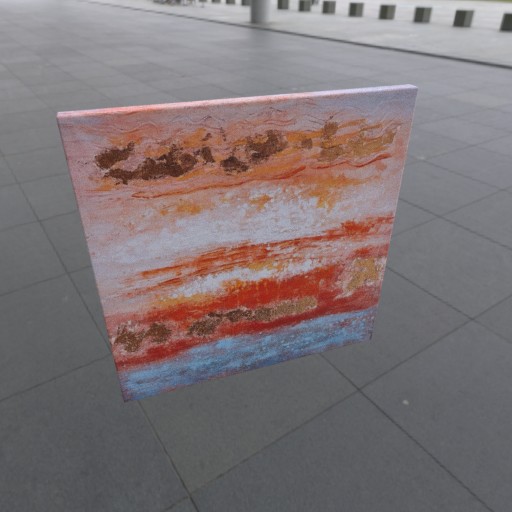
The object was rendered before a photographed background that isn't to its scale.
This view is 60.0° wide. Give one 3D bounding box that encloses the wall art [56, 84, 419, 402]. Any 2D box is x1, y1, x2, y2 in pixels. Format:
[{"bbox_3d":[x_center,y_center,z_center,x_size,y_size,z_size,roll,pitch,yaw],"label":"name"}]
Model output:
[{"bbox_3d":[0.000,0.000,1.085,0.747,0.747,0.035,-10,34,-16],"label":"wall art"}]
